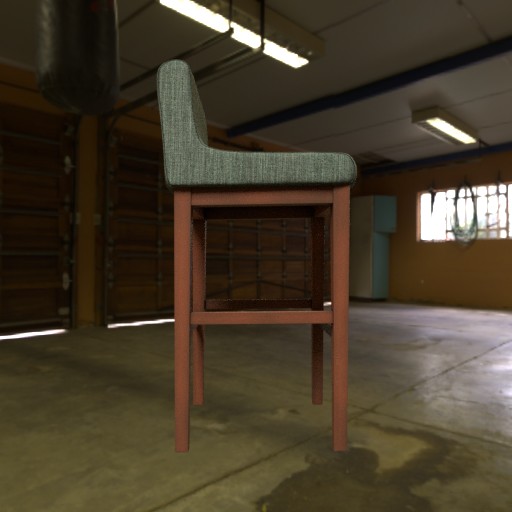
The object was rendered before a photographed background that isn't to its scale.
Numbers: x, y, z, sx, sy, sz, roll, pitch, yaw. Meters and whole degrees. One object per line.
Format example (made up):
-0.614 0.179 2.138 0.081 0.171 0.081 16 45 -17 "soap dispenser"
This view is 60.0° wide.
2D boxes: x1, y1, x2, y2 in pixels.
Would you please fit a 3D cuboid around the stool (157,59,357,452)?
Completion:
0.000 0.000 1.281 0.499 0.965 0.426 0 -1 -1 "stool"
